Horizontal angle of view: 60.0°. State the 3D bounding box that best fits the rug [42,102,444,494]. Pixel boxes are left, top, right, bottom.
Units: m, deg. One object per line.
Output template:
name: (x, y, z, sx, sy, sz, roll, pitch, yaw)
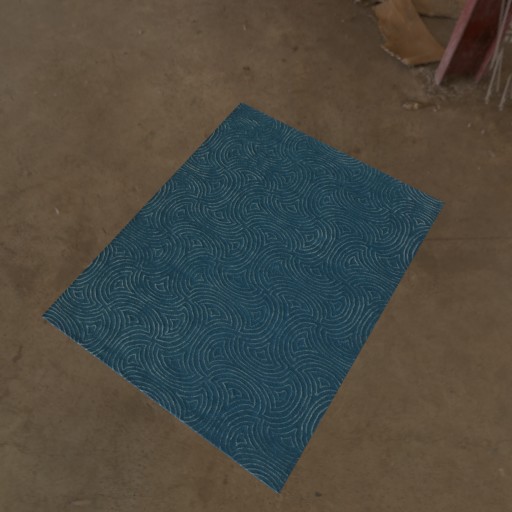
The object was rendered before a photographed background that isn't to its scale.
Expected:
rug: (0.000, 0.000, 4.092, 2.432, 0.012, 3.033, 31, 67, 15)
